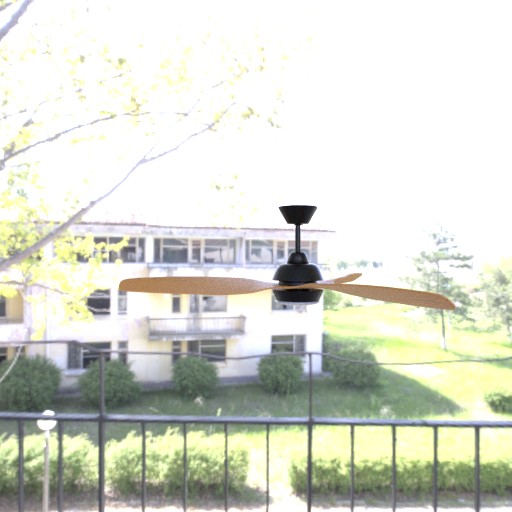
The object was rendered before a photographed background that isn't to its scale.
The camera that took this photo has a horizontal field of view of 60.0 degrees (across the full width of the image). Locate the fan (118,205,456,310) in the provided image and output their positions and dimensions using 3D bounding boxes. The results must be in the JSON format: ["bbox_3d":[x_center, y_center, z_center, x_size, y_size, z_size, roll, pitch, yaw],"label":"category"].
[{"bbox_3d":[0.000,0.000,1.603,1.010,0.355,1.142,0,0,1],"label":"fan"}]
